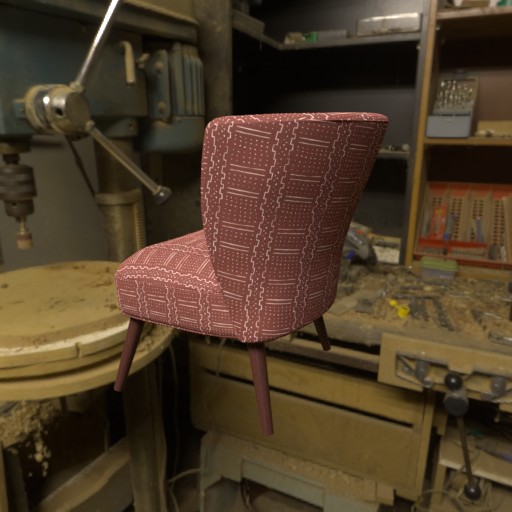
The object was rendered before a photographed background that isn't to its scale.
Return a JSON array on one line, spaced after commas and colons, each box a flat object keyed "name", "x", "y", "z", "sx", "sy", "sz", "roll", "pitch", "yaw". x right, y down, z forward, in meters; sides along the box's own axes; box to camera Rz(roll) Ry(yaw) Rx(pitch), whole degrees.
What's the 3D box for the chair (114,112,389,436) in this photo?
[{"name": "chair", "x": 0.000, "y": 0.000, "z": 1.424, "sx": 0.758, "sy": 0.866, "sz": 0.706, "roll": 8, "pitch": 18, "yaw": 25}]
